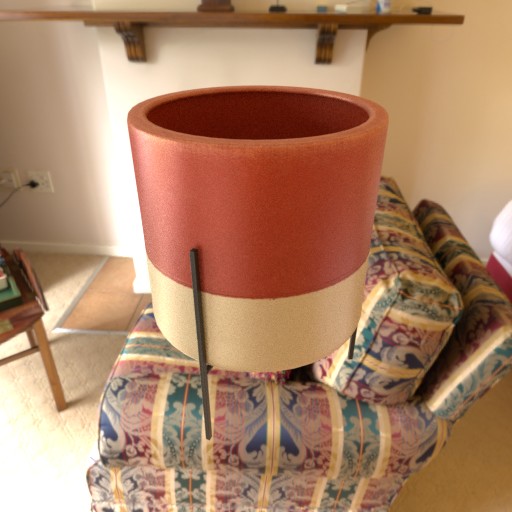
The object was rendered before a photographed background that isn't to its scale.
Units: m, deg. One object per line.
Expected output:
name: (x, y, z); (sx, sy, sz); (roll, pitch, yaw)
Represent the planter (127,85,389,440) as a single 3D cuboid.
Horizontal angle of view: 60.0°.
planter: (0.000, 0.000, 0.714); (0.345, 0.465, 0.354); (-19, 36, -29)
